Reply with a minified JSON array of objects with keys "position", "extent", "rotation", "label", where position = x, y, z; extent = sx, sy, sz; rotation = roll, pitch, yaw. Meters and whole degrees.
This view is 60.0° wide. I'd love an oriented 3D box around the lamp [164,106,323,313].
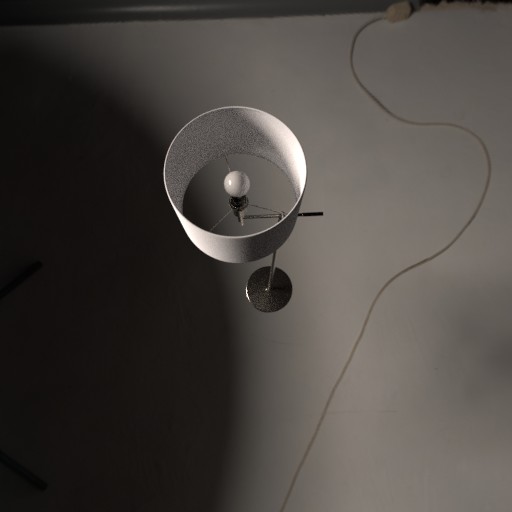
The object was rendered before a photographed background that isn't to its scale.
[{"position":[0.000,0.000,1.773],"extent":[0.416,1.600,0.324],"rotation":[-3,76,-1],"label":"lamp"}]
